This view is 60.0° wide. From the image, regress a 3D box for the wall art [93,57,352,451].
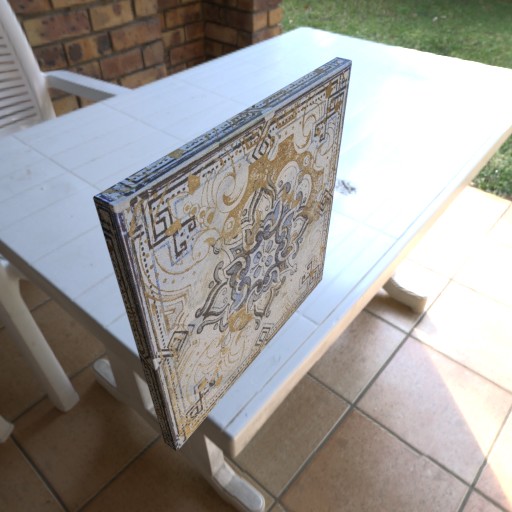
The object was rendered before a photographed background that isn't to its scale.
[{"bbox_3d":[0.000,0.000,0.893,0.036,0.607,0.609,25,47,26],"label":"wall art"}]
